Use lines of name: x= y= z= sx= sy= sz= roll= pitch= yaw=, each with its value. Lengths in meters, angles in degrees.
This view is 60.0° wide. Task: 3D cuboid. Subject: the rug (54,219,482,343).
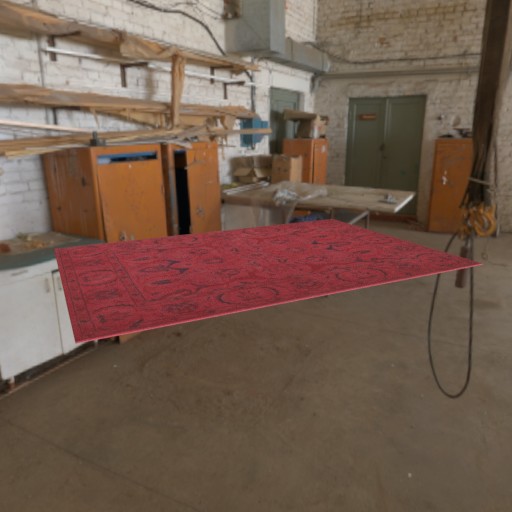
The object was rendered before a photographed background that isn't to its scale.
rug: x=0.000 y=0.000 z=2.241 sx=1.814 sy=0.008 sz=1.209 roll=-8 pitch=18 yaw=-25
